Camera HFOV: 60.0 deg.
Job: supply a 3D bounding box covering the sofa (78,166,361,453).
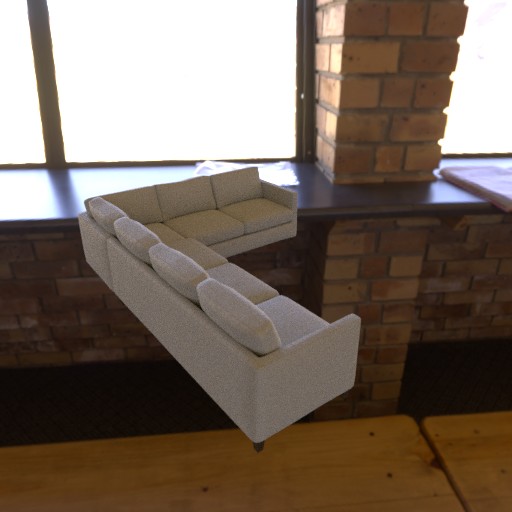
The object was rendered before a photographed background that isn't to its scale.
[{"bbox_3d":[0.000,0.000,4.490,2.522,0.934,3.333,-18,31,-33],"label":"sofa"}]
